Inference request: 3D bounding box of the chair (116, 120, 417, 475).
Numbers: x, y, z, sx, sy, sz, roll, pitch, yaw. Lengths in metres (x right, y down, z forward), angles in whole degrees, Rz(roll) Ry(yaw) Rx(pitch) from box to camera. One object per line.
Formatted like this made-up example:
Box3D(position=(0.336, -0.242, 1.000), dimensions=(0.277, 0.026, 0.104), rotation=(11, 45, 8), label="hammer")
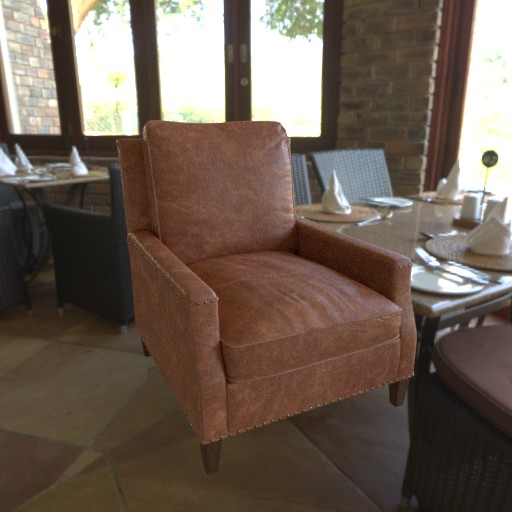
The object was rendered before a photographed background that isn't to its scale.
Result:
Box3D(position=(0.000, 0.000, 1.786), dimensions=(0.854, 1.054, 1.035), rotation=(-8, 18, -26), label="chair")
